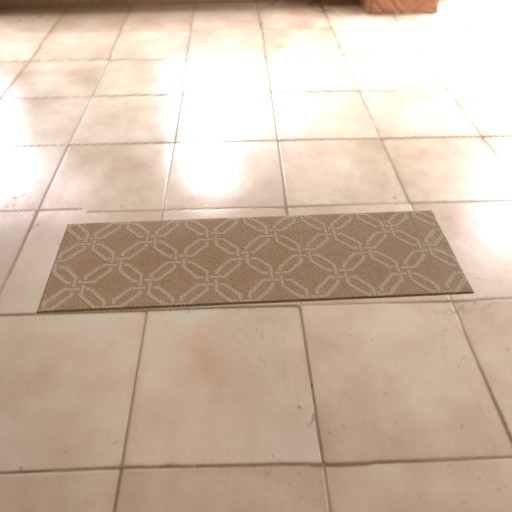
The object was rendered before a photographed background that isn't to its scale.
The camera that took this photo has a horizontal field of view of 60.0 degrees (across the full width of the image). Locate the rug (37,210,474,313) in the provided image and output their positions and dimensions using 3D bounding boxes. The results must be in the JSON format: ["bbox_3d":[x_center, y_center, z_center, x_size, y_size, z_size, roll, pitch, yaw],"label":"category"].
[{"bbox_3d":[0.000,0.000,2.531,2.276,0.014,0.678,-2,46,-2],"label":"rug"}]
